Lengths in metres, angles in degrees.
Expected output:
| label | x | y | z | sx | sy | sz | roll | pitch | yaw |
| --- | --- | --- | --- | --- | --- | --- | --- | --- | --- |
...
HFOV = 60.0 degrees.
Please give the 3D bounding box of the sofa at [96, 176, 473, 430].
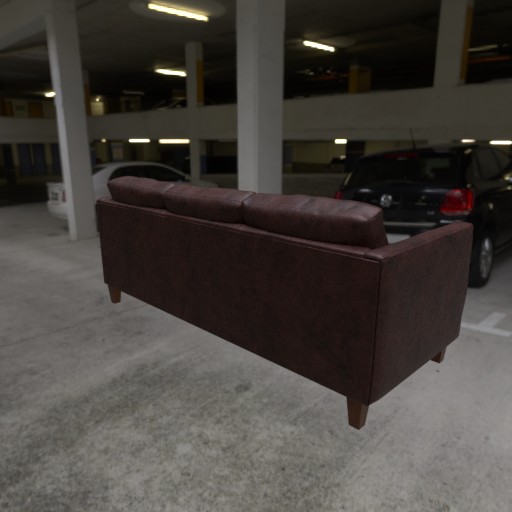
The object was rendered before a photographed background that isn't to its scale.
| label | x | y | z | sx | sy | sz | roll | pitch | yaw |
| --- | --- | --- | --- | --- | --- | --- | --- | --- | --- |
| sofa | 0.000 | 0.000 | 2.989 | 2.464 | 1.006 | 1.045 | 14 | 21 | 43 |
